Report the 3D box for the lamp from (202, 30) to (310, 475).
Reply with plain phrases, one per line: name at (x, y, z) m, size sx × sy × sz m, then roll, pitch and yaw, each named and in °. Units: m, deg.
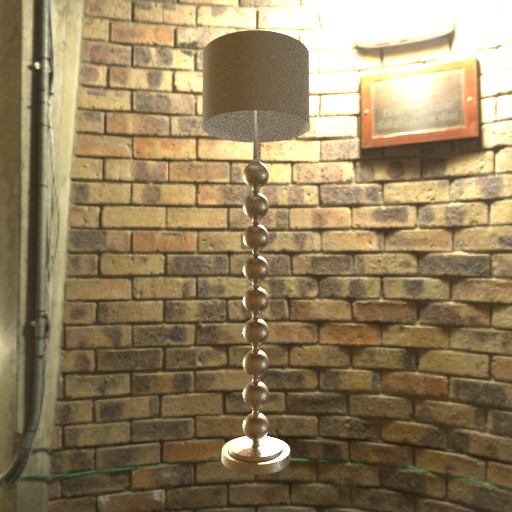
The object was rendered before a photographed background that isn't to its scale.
lamp at (0.000, 0.000, 1.624) m, size 0.394 × 1.474 × 0.394 m, roll 0°, pitch -1°, yaw -18°
